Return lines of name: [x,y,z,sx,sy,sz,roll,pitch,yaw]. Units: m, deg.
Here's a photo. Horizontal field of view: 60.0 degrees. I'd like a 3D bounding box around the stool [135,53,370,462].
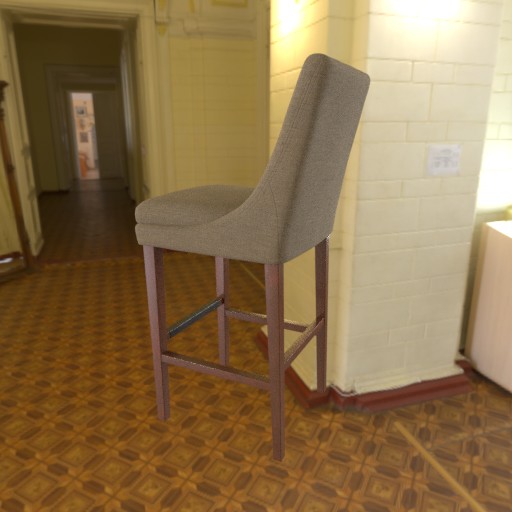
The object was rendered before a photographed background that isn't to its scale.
stool: [0.000,0.000,1.380,0.577,1.078,0.470,8,18,26]
